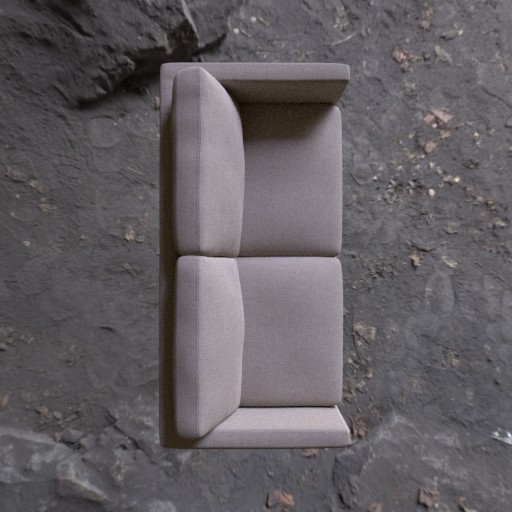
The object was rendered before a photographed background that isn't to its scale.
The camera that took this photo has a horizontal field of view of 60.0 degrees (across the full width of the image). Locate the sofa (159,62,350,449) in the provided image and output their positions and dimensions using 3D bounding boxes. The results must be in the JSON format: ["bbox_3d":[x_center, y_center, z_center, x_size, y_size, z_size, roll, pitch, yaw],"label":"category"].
[{"bbox_3d":[0.000,0.000,2.413,0.951,0.947,1.884,0,90,0],"label":"sofa"}]
